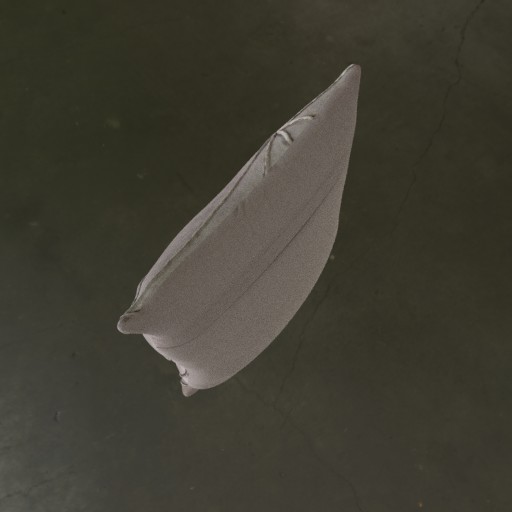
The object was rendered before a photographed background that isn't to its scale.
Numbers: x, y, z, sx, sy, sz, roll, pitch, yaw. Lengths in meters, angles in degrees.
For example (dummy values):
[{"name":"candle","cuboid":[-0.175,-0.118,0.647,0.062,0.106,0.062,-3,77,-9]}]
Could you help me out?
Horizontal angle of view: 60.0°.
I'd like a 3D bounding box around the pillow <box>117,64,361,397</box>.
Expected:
[{"name":"pillow","cuboid":[0.000,0.000,0.684,0.185,0.440,0.439,35,69,15]}]
